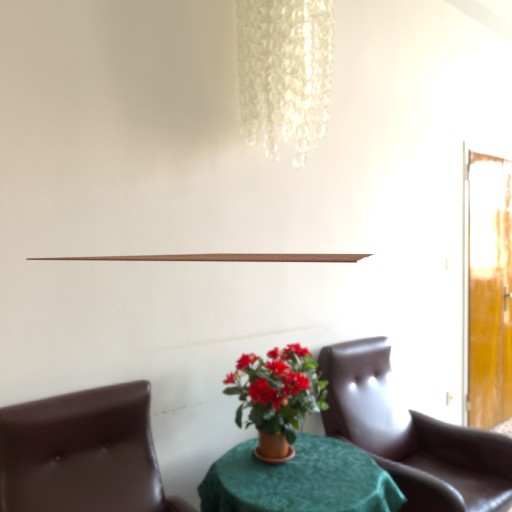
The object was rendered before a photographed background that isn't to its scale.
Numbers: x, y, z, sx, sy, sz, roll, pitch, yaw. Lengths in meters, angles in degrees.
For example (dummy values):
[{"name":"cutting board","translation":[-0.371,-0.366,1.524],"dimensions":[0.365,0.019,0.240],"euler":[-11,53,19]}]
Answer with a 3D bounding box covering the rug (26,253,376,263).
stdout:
[{"name":"rug","translation":[0.000,0.000,3.028],"dimensions":[1.523,0.008,2.438],"euler":[0,1,17]}]
